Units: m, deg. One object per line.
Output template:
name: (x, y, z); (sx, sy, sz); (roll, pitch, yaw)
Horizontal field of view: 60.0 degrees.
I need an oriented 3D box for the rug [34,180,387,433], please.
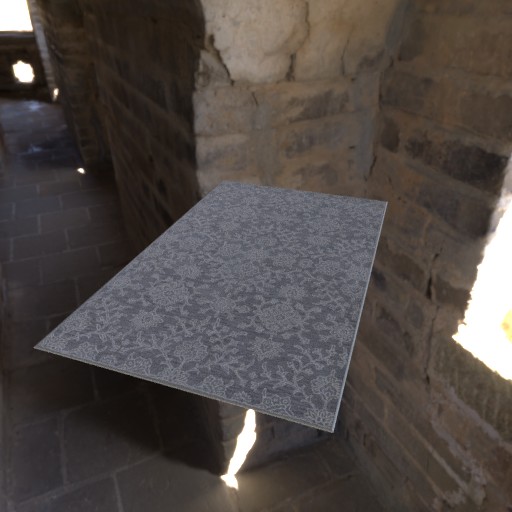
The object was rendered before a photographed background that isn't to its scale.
rug: (0.000, 0.000, 2.996); (1.515, 0.010, 2.430); (10, 32, 17)
